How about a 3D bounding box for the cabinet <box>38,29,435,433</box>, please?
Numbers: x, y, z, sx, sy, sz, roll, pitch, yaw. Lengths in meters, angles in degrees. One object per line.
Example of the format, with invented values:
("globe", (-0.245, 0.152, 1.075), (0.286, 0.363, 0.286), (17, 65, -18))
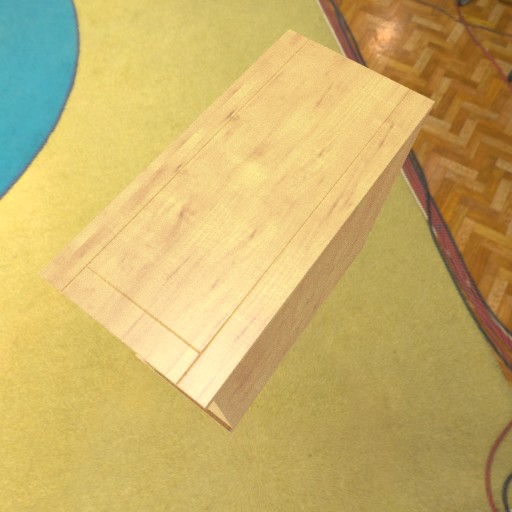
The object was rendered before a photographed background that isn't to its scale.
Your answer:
("cabinet", (0.000, 0.000, 1.403), (0.450, 0.840, 0.920), (34, 69, 15))
